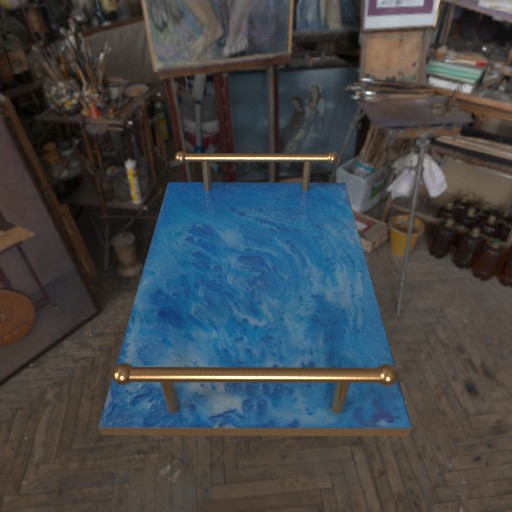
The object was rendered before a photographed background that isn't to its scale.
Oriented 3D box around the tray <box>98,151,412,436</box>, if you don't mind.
[{"bbox_3d":[0.000,0.000,0.576,0.304,0.084,0.444,0,41,0],"label":"tray"}]
